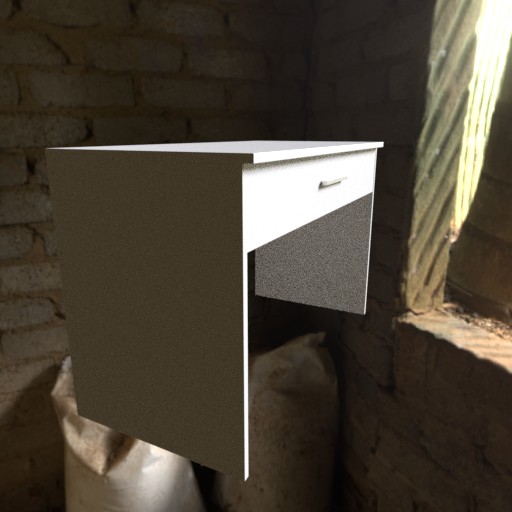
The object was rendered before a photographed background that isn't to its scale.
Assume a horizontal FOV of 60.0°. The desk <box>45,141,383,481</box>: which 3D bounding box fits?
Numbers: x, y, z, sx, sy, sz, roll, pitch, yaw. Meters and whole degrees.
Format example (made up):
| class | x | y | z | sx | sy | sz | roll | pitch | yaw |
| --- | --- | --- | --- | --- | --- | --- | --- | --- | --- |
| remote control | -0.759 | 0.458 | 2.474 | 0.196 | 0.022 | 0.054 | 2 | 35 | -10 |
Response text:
| class | x | y | z | sx | sy | sz | roll | pitch | yaw |
| --- | --- | --- | --- | --- | --- | --- | --- | --- | --- |
| desk | 0.000 | 0.000 | 1.495 | 0.560 | 0.730 | 1.100 | 8 | 17 | 26 |
